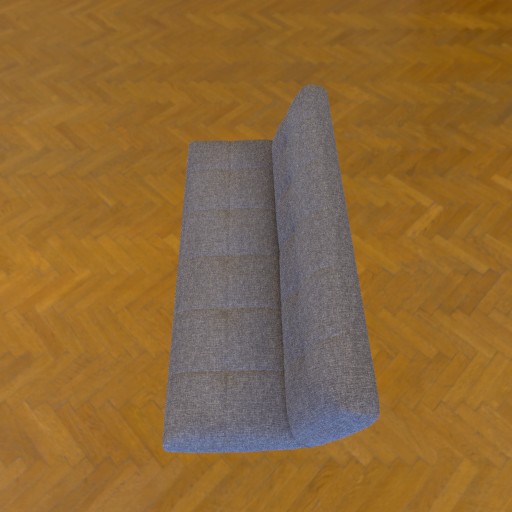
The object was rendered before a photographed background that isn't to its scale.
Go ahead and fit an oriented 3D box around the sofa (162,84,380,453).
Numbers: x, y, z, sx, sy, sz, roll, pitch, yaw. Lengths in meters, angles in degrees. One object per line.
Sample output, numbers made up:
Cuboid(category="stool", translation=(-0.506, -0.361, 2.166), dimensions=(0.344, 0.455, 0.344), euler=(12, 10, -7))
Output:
Cuboid(category="sofa", translation=(0.000, 0.000, 2.270), dimensions=(0.820, 0.770, 1.820), euler=(-1, 57, -1))
